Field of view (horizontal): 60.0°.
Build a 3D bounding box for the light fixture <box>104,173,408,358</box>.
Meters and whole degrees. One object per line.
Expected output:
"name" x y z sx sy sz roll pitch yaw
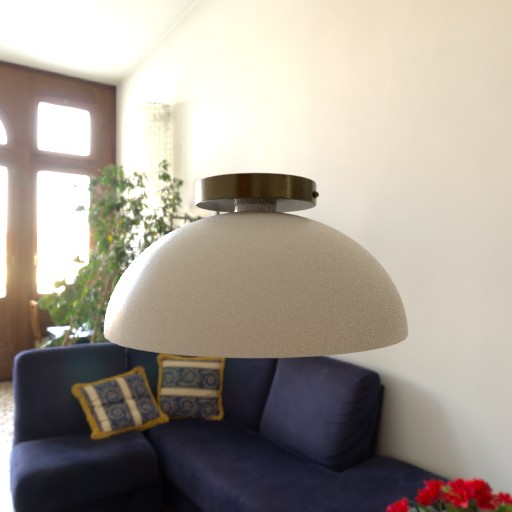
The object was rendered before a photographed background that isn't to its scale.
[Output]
"light fixture" 0.000 0.000 0.548 0.355 0.177 0.355 0 -1 0
